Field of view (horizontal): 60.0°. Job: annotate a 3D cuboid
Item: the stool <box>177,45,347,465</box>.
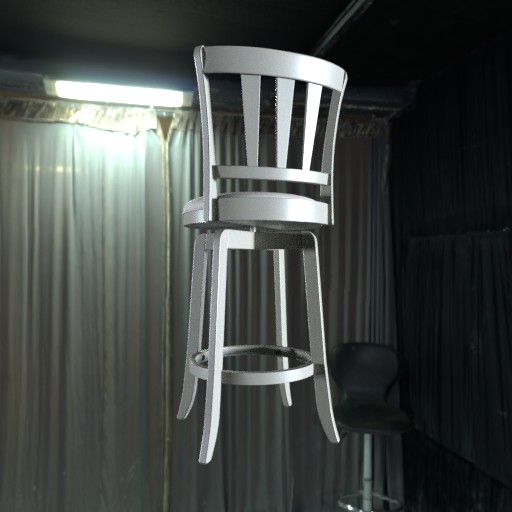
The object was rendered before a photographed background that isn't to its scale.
[{"bbox_3d":[0.000,0.000,1.310,0.436,1.042,0.475,0,0,-20],"label":"stool"}]
